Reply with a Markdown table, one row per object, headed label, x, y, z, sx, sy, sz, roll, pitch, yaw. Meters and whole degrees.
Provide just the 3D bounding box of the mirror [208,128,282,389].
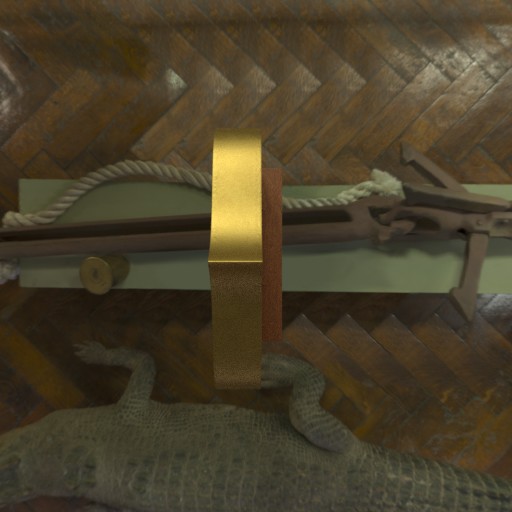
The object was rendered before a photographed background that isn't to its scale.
| label | x | y | z | sx | sy | sz | roll | pitch | yaw |
| --- | --- | --- | --- | --- | --- | --- | --- | --- | --- |
| mirror | 0.000 | 0.000 | 0.728 | 0.096 | 0.613 | 0.323 | 0 | 91 | 0 |
